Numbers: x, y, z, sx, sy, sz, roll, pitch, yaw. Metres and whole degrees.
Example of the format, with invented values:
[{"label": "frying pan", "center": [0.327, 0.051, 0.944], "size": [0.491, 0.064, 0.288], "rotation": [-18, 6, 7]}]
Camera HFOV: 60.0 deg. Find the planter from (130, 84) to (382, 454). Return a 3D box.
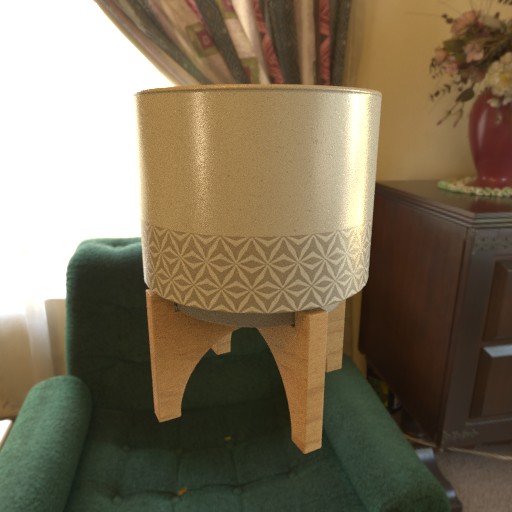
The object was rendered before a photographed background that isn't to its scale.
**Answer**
[{"label": "planter", "center": [0.000, 0.000, 0.501], "size": [0.249, 0.343, 0.249], "rotation": [0, 16, 0]}]
